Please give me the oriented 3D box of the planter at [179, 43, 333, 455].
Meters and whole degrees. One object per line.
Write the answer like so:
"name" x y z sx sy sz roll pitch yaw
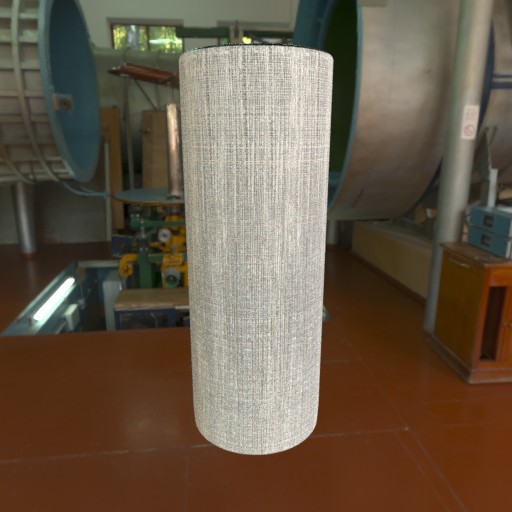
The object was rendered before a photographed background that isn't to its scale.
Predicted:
"planter" 0.000 0.000 0.326 0.100 0.270 0.100 8 18 26
